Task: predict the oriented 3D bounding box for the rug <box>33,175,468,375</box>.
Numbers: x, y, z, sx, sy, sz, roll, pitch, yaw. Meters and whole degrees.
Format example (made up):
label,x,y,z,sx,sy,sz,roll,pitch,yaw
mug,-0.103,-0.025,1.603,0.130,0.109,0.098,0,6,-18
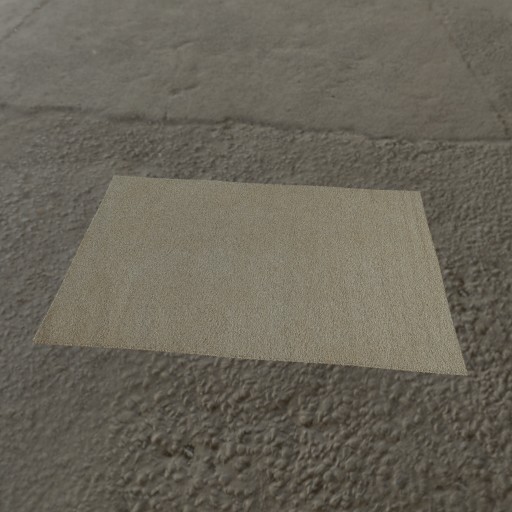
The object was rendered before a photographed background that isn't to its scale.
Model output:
label,x,y,z,sx,sy,sz,roll,pitch,yaw
rug,0.000,0.000,2.887,2.346,0.025,1.500,4,47,3
